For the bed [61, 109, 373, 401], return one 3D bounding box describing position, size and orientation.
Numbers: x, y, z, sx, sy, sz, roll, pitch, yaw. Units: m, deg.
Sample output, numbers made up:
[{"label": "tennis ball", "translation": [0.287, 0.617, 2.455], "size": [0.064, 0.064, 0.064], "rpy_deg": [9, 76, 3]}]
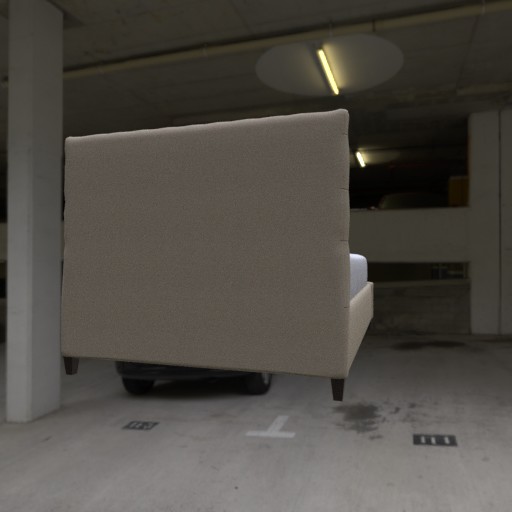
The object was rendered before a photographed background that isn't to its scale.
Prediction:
[{"label": "bed", "translation": [0.000, 0.000, 3.508], "size": [1.698, 1.427, 2.387], "rpy_deg": [0, 0, 18]}]
